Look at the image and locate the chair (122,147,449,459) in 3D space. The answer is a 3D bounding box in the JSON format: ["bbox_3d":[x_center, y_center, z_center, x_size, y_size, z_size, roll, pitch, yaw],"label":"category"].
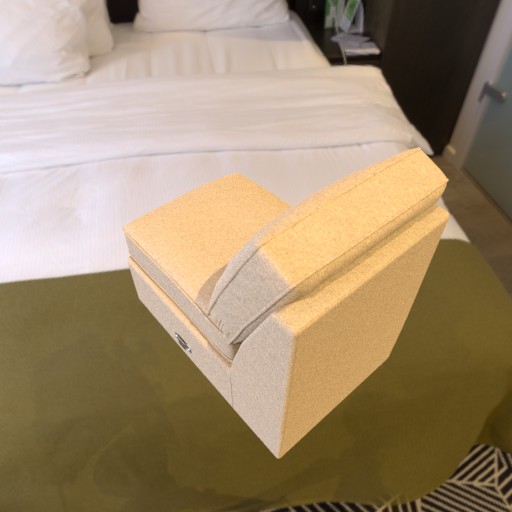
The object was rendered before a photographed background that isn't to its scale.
[{"bbox_3d":[0.000,0.000,1.688,0.674,1.058,1.020,-32,54,-27],"label":"chair"}]
